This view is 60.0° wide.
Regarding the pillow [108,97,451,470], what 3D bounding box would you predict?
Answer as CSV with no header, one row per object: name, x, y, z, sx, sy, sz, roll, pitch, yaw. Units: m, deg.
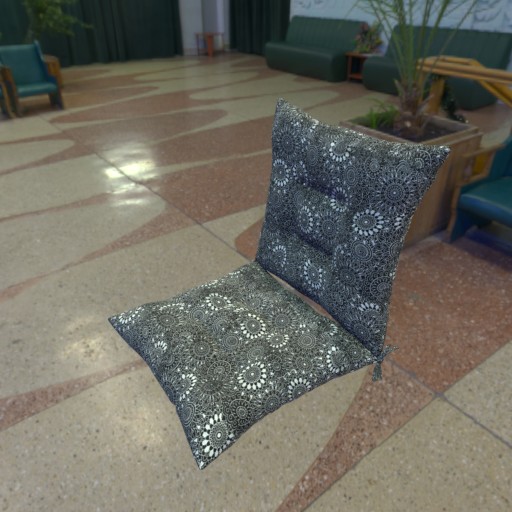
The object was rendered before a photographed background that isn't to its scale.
pillow,0.000,0.000,0.983,0.585,0.536,0.541,-20,37,-29
